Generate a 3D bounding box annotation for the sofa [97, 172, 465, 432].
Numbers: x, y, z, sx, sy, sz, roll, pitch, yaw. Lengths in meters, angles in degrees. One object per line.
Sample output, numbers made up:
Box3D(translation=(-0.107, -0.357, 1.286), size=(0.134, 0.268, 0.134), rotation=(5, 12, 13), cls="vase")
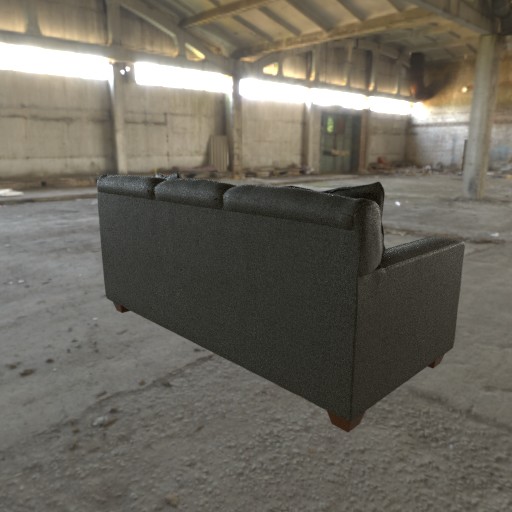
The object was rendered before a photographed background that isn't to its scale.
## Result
Box3D(translation=(0.000, 0.000, 2.593), size=(0.997, 0.958, 2.024), rotation=(-13, 18, -43), cls="sofa")
